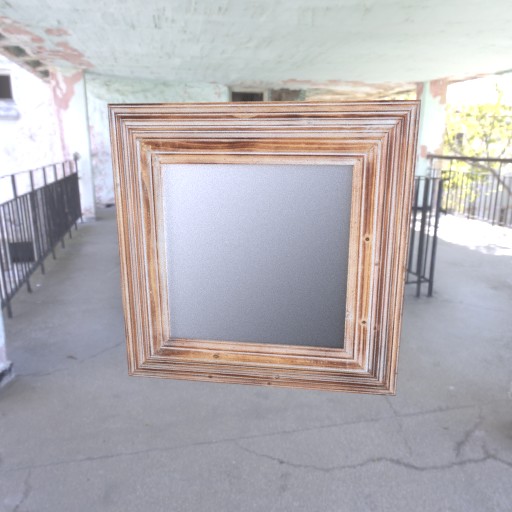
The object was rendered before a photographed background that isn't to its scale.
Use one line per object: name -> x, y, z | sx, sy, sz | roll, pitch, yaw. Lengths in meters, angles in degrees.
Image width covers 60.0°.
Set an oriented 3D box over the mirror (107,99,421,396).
mirror -> 0.000, 0.000, 1.216 | 0.804, 0.804, 0.061 | 2, 14, 8
